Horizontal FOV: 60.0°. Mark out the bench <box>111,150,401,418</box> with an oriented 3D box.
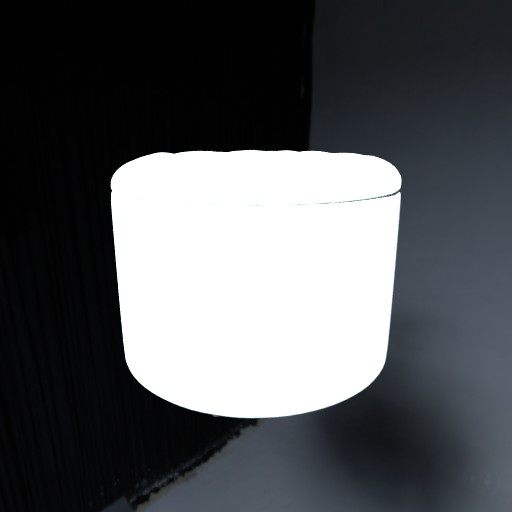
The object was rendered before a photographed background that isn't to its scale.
[{"bbox_3d":[0.000,0.000,0.999,0.600,0.453,0.600,0,15,0],"label":"bench"}]
